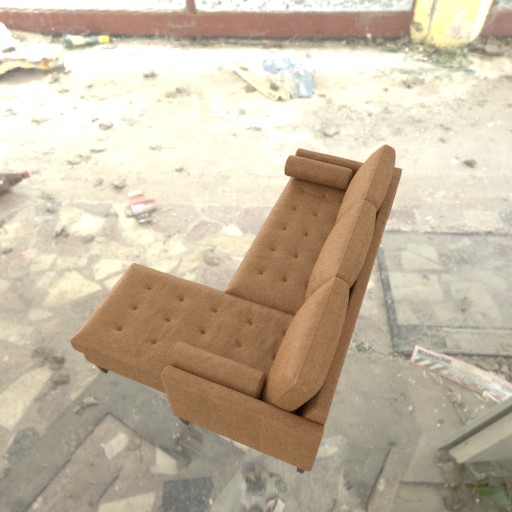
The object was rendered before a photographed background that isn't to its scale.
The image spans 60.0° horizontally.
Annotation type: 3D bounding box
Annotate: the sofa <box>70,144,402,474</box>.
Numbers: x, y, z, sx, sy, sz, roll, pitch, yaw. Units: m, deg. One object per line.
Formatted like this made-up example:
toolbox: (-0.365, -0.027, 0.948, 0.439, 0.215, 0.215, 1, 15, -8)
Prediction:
sofa: (0.000, 0.000, 2.973, 1.506, 0.876, 2.178, 17, 49, 15)
